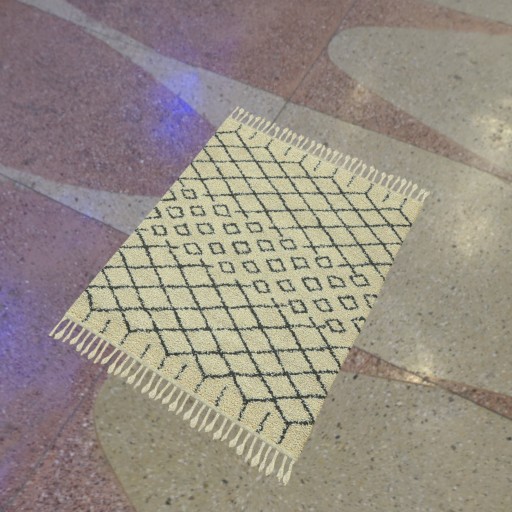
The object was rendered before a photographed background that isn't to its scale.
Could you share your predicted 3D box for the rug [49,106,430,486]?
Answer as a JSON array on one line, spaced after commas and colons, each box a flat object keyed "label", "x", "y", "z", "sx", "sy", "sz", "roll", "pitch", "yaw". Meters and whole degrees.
[{"label": "rug", "x": 0.000, "y": 0.000, "z": 4.284, "sx": 2.388, "sy": 0.030, "sz": 3.213, "roll": 27, "pitch": 66, "yaw": 13}]
